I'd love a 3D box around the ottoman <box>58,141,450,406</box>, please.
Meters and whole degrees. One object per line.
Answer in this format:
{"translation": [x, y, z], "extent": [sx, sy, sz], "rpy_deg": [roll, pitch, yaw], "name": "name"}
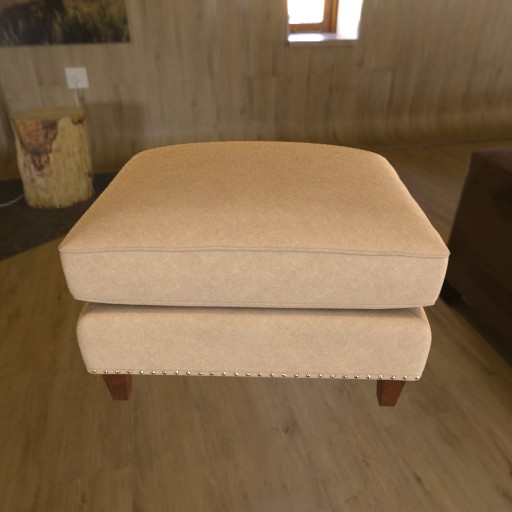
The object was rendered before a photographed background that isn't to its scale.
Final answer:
{"translation": [0.000, 0.000, 1.144], "extent": [0.741, 0.513, 0.584], "rpy_deg": [1, 31, 1], "name": "ottoman"}
